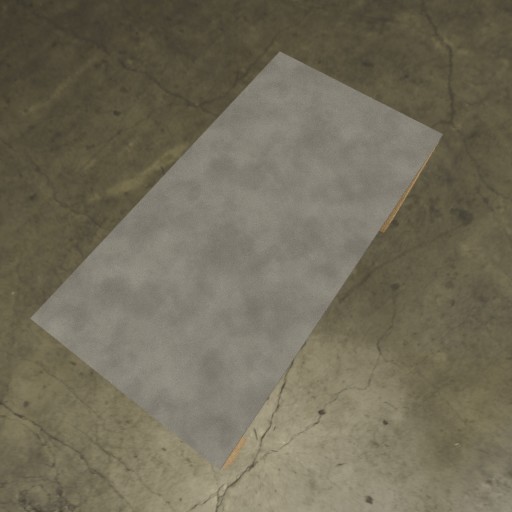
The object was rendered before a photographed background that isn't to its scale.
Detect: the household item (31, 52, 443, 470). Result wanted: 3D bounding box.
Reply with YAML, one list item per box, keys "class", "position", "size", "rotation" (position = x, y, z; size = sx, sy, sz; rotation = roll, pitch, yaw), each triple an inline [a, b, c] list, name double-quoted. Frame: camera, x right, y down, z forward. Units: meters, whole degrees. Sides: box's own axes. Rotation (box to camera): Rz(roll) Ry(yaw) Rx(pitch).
- class: "household item"
  position: [0.000, 0.000, 2.097]
  size: [0.850, 0.755, 1.600]
  rotation: [33, 70, 13]
